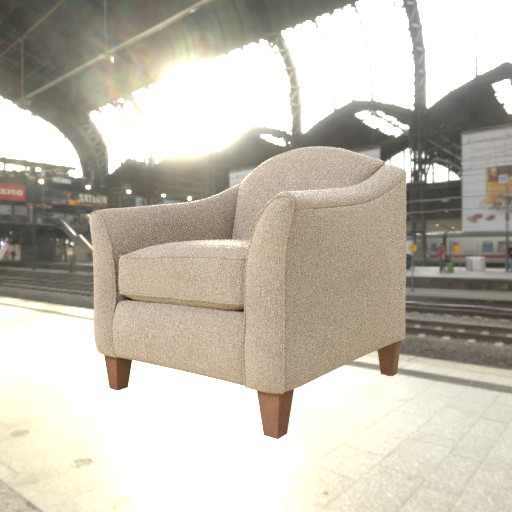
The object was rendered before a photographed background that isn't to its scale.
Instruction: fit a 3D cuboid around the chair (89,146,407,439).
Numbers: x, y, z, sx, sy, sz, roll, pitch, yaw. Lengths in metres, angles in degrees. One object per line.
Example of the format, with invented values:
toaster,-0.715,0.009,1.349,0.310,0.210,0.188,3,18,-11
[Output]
chair,0.000,0.000,1.471,0.763,0.839,0.787,0,1,37
